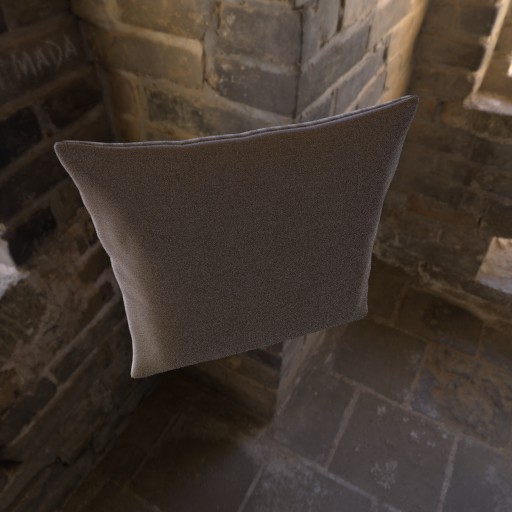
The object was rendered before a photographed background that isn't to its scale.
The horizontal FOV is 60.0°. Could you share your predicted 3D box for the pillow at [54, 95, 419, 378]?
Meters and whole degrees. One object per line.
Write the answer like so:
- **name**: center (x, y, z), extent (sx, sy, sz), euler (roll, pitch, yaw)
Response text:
- **pillow**: center (0.000, 0.000, 0.772), extent (0.523, 0.510, 0.166), euler (-12, 42, -13)
